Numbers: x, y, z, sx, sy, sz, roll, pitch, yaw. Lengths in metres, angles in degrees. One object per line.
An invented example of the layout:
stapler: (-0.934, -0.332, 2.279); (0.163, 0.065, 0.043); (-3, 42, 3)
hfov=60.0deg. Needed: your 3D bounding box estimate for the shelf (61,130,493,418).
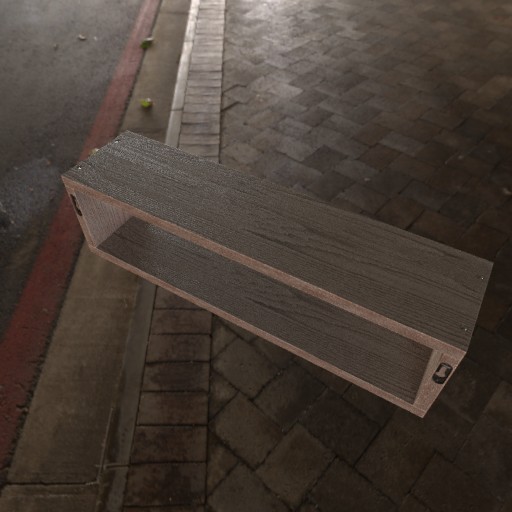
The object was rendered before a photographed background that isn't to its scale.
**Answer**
shelf: (0.000, 0.000, 0.684); (0.610, 0.170, 0.150); (23, 51, 20)
